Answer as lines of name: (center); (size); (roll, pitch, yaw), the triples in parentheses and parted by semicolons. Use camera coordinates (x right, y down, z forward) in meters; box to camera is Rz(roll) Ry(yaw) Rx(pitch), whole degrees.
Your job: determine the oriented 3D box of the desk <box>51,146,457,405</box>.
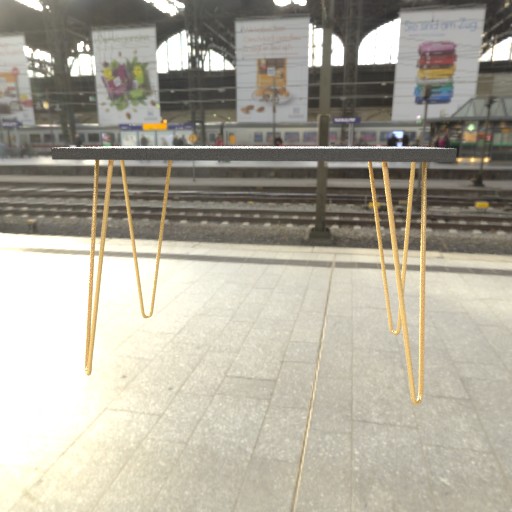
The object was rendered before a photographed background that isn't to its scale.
desk: (0.000, 0.000, 1.385); (0.991, 0.660, 0.499); (2, 15, 9)
